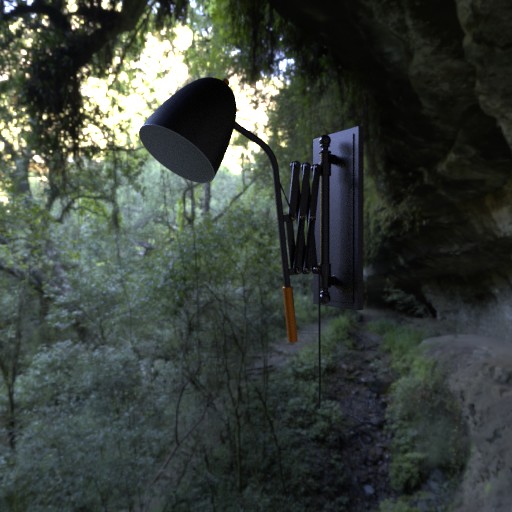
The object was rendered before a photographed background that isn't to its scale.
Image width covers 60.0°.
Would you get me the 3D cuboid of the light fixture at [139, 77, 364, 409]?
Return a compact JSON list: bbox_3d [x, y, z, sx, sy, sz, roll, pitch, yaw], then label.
[{"bbox_3d":[0.000,0.000,0.941,0.499,0.715,0.162,0,1,-35],"label":"light fixture"}]
